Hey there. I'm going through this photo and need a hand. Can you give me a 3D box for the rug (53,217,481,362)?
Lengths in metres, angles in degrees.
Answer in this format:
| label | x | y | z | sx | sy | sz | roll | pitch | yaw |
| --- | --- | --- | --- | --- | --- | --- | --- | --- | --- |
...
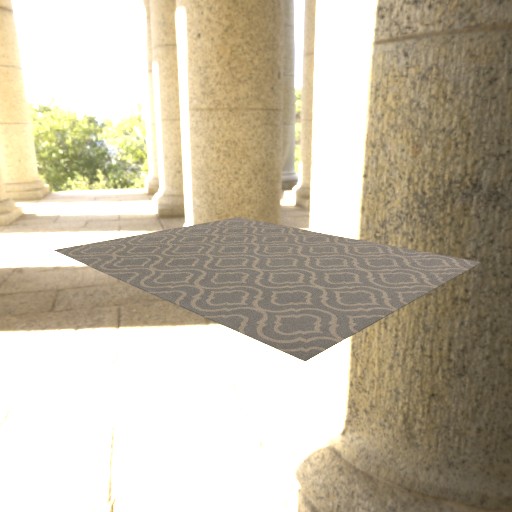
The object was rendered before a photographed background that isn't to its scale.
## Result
| label | x | y | z | sx | sy | sz | roll | pitch | yaw |
| --- | --- | --- | --- | --- | --- | --- | --- | --- | --- |
| rug | 0.000 | 0.000 | 3.798 | 2.892 | 0.006 | 2.283 | 15 | 21 | 43 |
